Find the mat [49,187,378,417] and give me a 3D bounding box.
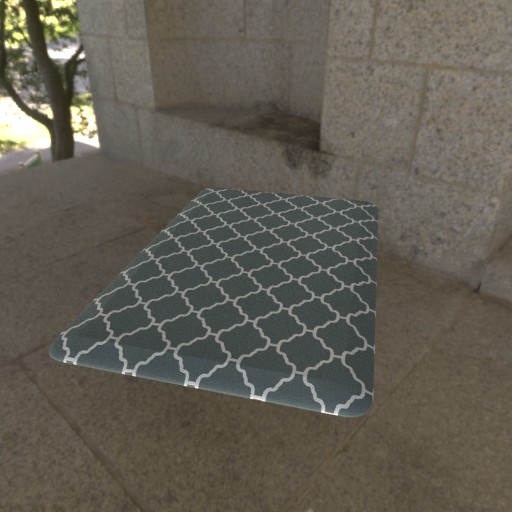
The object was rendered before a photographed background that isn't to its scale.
[{"bbox_3d":[0.000,0.000,0.955,0.508,0.021,0.762,7,30,12],"label":"mat"}]
